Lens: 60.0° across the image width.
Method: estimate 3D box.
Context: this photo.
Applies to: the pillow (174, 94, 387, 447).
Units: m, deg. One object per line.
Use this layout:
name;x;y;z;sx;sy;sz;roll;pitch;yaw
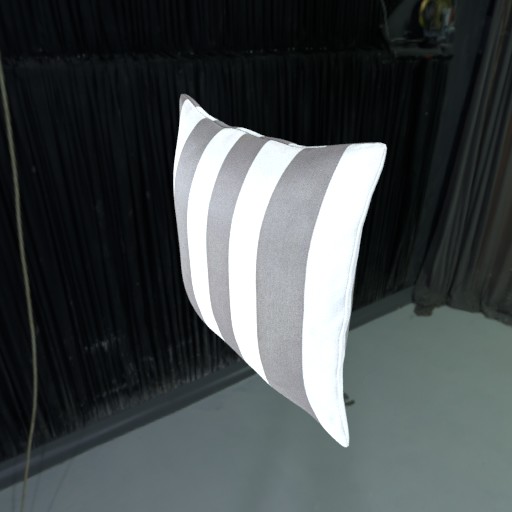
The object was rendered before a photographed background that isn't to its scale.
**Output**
pillow;0.000;0.000;0.809;0.192;0.507;0.522;-18;32;-31
